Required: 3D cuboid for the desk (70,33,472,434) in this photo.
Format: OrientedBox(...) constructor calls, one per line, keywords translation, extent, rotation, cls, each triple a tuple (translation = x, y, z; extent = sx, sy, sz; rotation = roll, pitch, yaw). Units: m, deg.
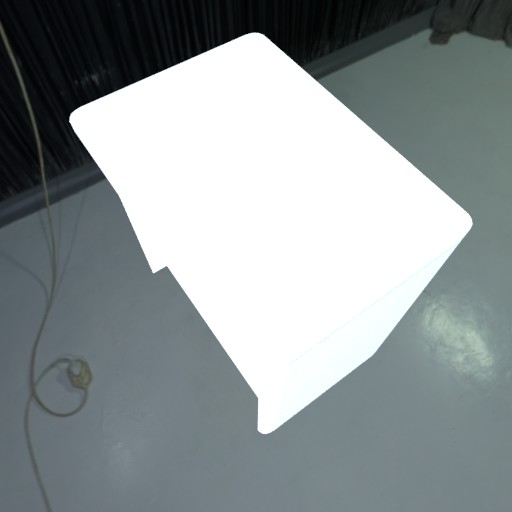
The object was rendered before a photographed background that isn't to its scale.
OrientedBox(translation=(0.000, 0.000, 1.300), extent=(0.549, 0.800, 0.762), rotation=(-32, 65, -17), cls="desk")
